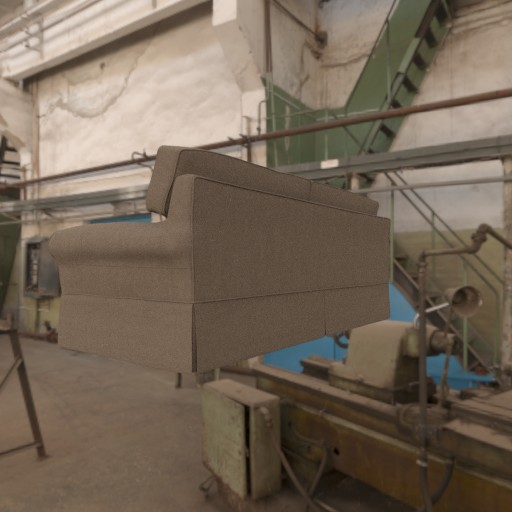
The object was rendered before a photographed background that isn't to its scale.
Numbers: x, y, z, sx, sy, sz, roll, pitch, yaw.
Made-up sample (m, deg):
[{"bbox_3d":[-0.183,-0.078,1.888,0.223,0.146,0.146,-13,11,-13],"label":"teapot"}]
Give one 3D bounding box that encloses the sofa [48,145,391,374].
[{"bbox_3d":[0.000,0.000,2.811,0.991,0.943,2.248,-1,-1,37],"label":"sofa"}]
